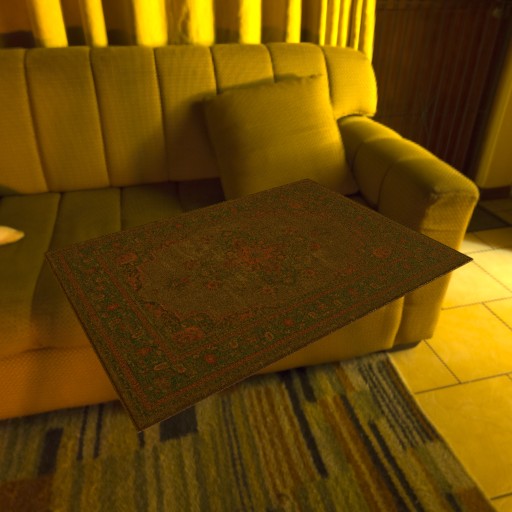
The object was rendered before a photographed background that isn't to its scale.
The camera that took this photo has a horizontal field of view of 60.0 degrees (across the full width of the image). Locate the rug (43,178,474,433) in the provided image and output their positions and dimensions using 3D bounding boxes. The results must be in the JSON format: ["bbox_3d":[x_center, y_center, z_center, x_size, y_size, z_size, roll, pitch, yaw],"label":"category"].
[{"bbox_3d":[0.000,0.000,2.805,2.214,0.013,1.609,-20,37,-29],"label":"rug"}]
